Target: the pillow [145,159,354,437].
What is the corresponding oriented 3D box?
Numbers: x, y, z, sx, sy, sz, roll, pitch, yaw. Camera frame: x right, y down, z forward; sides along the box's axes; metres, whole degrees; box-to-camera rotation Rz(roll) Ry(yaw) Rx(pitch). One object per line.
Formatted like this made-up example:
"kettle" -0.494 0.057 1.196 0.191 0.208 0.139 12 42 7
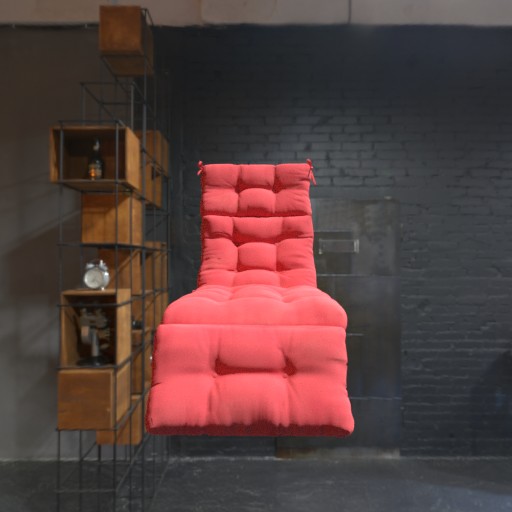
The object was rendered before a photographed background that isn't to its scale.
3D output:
"pillow" 0.000 0.000 1.507 0.526 0.863 1.016 0 -1 1
